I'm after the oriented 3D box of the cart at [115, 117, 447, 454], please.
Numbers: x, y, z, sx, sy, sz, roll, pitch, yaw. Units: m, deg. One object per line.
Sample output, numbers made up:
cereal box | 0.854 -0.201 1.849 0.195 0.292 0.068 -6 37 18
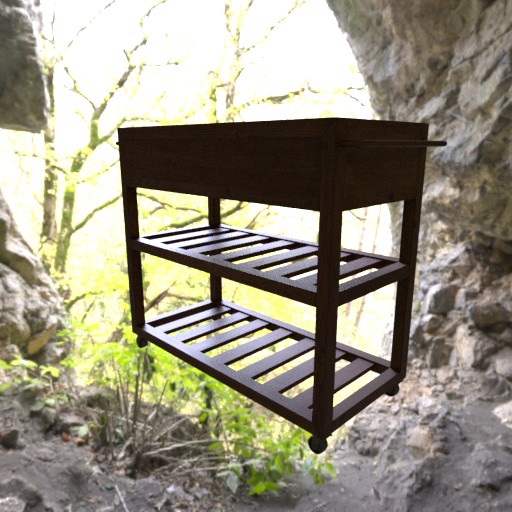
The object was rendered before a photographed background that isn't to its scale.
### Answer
cart | 0.000 0.000 1.472 0.445 0.830 1.065 -14 20 -43
